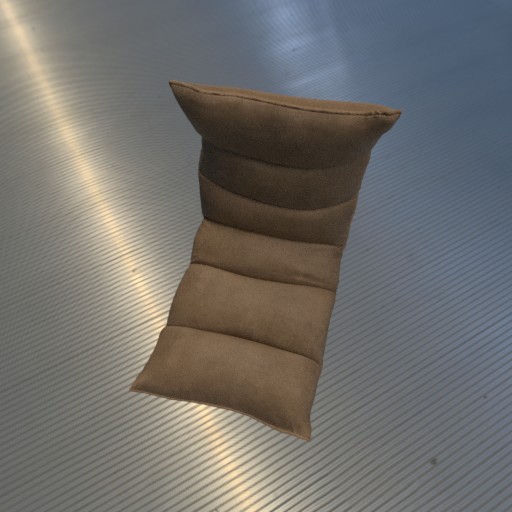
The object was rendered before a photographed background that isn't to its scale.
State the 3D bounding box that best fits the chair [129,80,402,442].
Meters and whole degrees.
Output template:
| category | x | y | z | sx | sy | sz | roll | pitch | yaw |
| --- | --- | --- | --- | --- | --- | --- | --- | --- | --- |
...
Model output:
| category | x | y | z | sx | sy | sz | roll | pitch | yaw |
| --- | --- | --- | --- | --- | --- | --- | --- | --- | --- |
| chair | 0.000 | 0.000 | 1.559 | 0.714 | 0.892 | 0.985 | 13 | 59 | 8 |
